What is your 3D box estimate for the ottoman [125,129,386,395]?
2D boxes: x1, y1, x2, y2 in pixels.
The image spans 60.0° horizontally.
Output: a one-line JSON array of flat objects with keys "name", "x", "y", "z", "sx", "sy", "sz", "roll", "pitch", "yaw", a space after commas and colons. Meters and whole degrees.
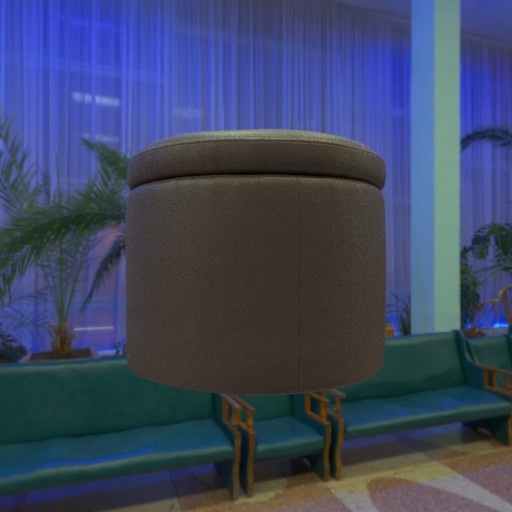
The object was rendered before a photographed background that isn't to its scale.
[{"name": "ottoman", "x": 0.000, "y": 0.000, "z": 0.884, "sx": 0.500, "sy": 0.409, "sz": 0.500, "roll": 0, "pitch": 0, "yaw": 0}]
